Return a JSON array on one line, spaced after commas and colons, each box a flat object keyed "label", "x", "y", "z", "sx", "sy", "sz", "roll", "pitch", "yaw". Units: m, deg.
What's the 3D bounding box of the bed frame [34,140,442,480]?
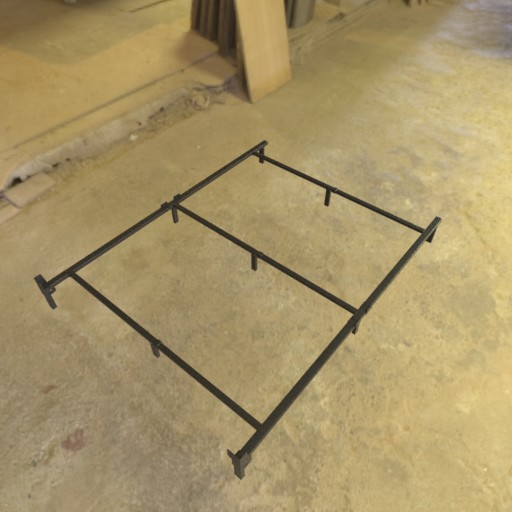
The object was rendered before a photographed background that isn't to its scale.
[{"label": "bed frame", "x": 0.000, "y": 0.000, "z": 2.700, "sx": 1.498, "sy": 0.248, "sz": 1.990, "roll": 31, "pitch": 53, "yaw": 26}]
